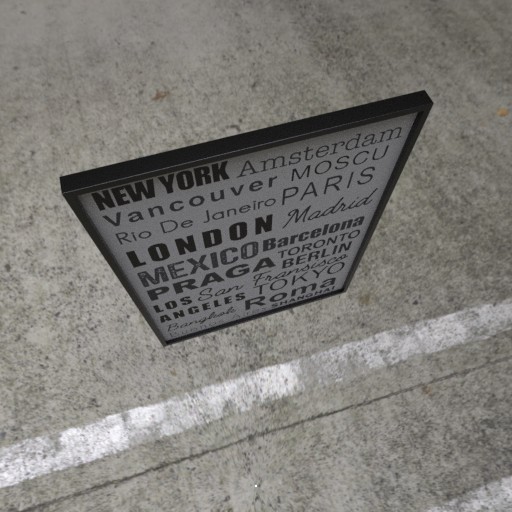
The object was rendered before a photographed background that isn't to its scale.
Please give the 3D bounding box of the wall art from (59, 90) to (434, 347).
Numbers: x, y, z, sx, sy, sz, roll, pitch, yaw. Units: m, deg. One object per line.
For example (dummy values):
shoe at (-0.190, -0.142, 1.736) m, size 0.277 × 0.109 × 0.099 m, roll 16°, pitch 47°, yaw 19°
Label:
wall art at (0.000, 0.000, 1.370) m, size 0.788 × 1.046 × 0.043 m, roll -16°, pitch 64°, yaw -8°
